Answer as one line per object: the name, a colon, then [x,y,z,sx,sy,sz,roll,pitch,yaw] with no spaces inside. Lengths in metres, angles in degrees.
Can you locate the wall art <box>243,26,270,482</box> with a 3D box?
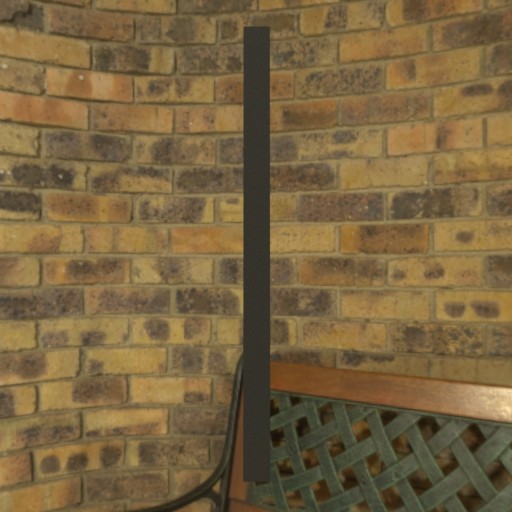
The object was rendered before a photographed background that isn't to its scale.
wall art: [0.000,0.000,0.771,0.033,0.559,0.457,0,-2,0]
